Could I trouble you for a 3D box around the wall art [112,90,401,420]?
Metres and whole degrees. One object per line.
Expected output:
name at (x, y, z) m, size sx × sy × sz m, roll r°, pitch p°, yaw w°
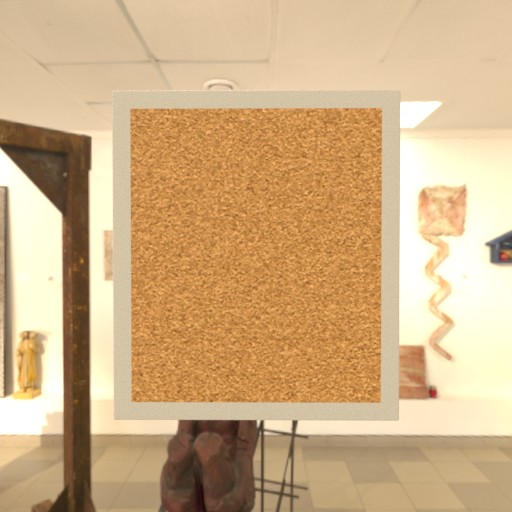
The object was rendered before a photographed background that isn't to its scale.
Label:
wall art at (0.000, 0.000, 0.524) m, size 0.331 × 0.381 × 0.028 m, roll 0°, pitch 1°, yaw 0°
